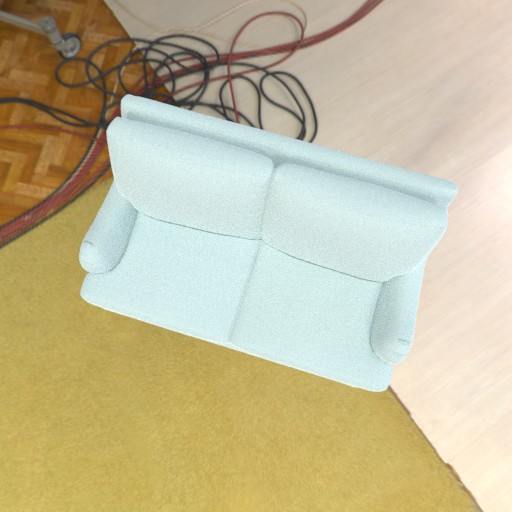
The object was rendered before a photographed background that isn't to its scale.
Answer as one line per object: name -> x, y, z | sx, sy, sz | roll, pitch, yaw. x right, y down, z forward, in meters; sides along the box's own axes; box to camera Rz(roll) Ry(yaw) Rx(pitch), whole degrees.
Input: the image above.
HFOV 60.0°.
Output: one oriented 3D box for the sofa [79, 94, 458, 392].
sofa -> 0.000, 0.000, 2.571 | 1.853, 1.101, 1.084 | 16, 76, 4
